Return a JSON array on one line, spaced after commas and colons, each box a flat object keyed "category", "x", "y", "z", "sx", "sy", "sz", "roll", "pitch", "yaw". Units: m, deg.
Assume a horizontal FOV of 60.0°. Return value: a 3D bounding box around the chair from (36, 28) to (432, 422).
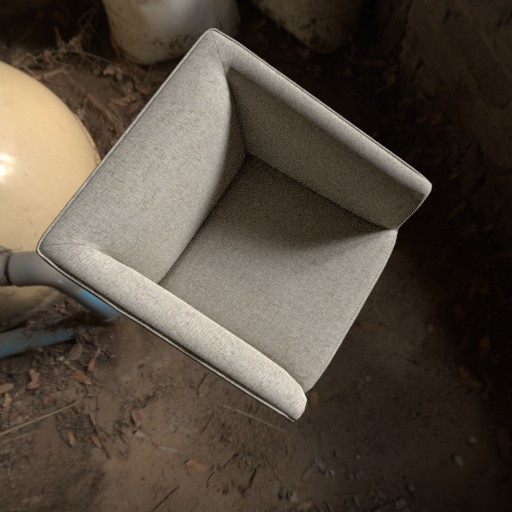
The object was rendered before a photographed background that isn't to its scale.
[{"category": "chair", "x": 0.000, "y": 0.000, "z": 1.222, "sx": 0.623, "sy": 0.760, "sz": 0.628, "roll": 31, "pitch": 77, "yaw": 8}]
